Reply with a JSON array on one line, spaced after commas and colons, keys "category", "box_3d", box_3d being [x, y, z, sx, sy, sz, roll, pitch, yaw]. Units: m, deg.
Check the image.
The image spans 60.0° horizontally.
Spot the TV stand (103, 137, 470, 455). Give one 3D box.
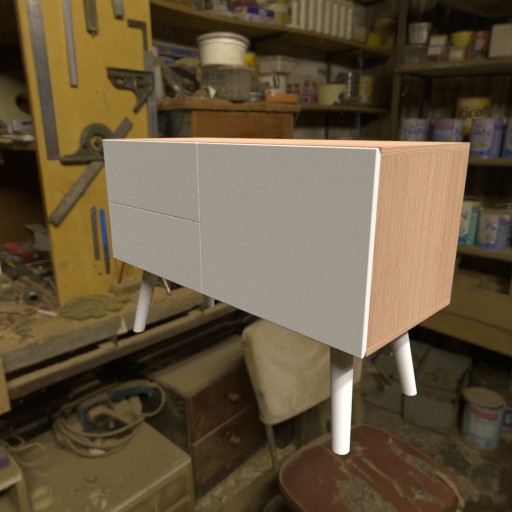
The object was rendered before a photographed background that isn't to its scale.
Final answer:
[{"category": "TV stand", "box_3d": [0.000, 0.000, 1.310, 0.407, 0.660, 0.991, -15, 22, -43]}]
